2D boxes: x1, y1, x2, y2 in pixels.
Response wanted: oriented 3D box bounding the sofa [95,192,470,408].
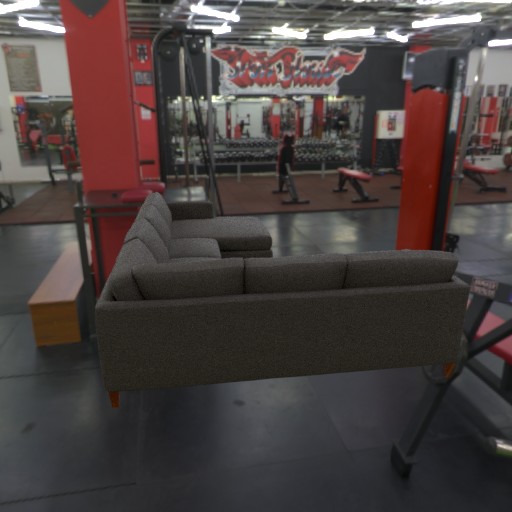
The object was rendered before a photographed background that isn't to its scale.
[{"bbox_3d":[0.000,0.000,4.617,2.594,0.961,3.460,-3,18,-8],"label":"sofa"}]
